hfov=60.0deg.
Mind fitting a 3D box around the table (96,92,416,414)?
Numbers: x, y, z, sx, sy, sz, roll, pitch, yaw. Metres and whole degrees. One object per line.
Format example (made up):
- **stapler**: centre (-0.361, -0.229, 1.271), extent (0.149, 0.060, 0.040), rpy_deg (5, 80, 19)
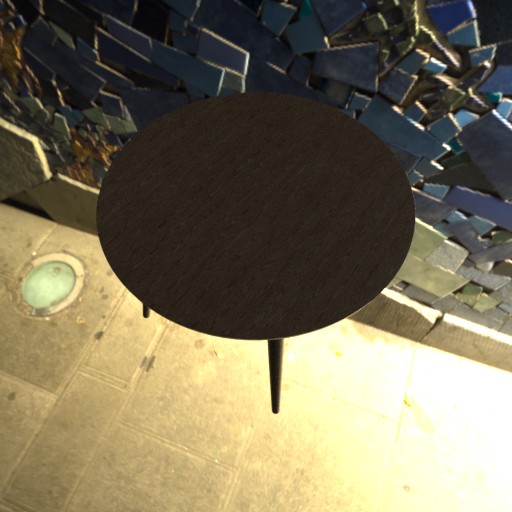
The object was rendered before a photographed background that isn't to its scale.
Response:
- **table**: centre (0.000, 0.000, 1.817), extent (1.053, 0.786, 1.053), rpy_deg (0, 57, 0)
